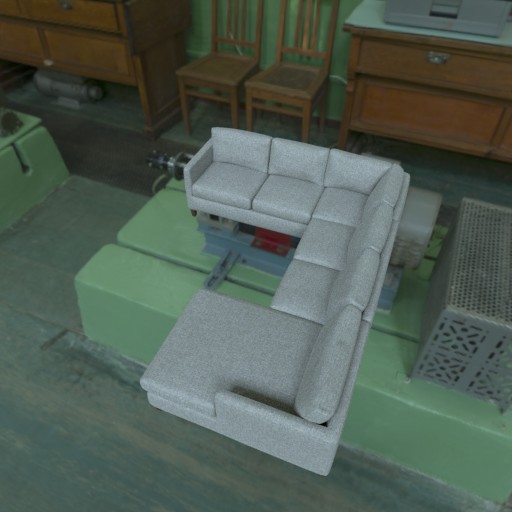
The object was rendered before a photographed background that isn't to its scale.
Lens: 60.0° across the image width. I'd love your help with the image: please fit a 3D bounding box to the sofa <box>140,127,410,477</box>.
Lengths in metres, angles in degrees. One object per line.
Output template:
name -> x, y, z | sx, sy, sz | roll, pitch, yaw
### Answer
sofa -> 0.000, 0.000, 4.602 | 2.593, 0.959, 3.460 | 16, 47, 15
